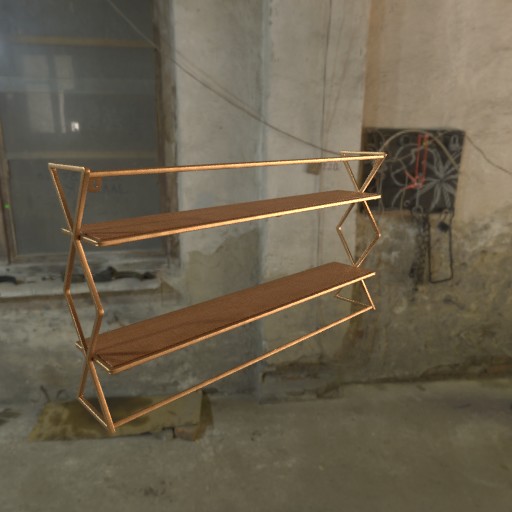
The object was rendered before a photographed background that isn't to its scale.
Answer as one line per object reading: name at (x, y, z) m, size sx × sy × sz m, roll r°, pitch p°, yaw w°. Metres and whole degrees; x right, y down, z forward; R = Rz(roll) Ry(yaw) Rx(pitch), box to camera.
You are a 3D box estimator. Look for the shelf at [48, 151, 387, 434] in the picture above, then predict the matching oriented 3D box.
shelf at (0.000, 0.000, 1.023) m, size 0.822 × 0.450 × 0.150 m, roll -14°, pitch 21°, yaw -41°
